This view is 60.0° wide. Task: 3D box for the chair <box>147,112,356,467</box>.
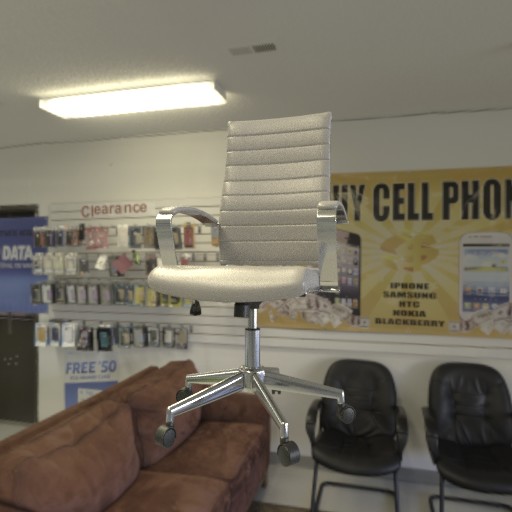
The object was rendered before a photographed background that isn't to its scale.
[{"bbox_3d":[0.000,0.000,1.563,0.679,1.149,0.667,0,0,18],"label":"chair"}]
